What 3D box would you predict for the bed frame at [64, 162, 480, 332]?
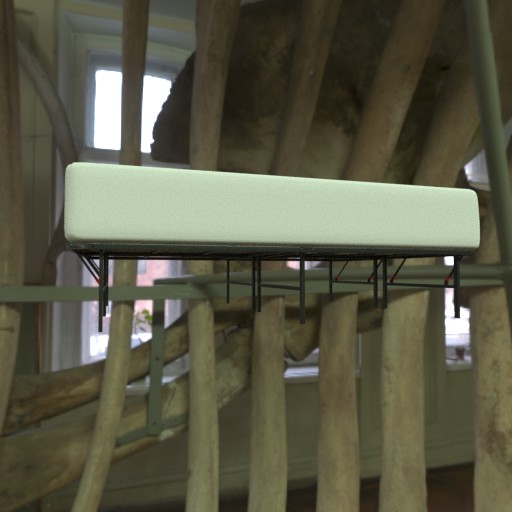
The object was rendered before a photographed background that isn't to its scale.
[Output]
[{"bbox_3d":[0.000,0.000,2.730,2.037,0.677,1.528,1,-2,-18],"label":"bed frame"}]
